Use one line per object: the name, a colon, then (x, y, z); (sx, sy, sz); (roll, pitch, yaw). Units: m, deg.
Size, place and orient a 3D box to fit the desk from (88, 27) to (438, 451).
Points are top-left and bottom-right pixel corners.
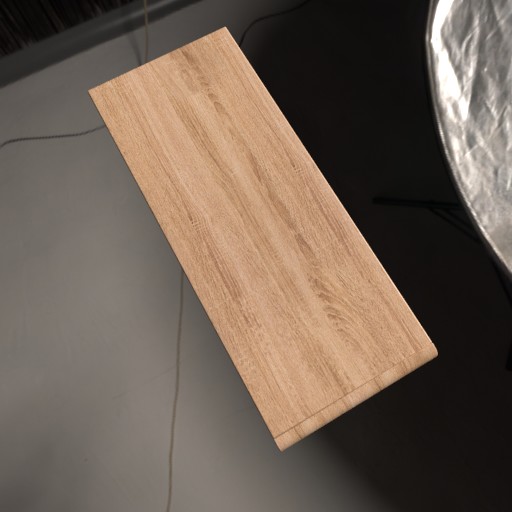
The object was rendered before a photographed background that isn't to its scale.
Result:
desk: (0.000, 0.000, 1.656); (0.500, 0.750, 1.300); (-29, 77, -7)
